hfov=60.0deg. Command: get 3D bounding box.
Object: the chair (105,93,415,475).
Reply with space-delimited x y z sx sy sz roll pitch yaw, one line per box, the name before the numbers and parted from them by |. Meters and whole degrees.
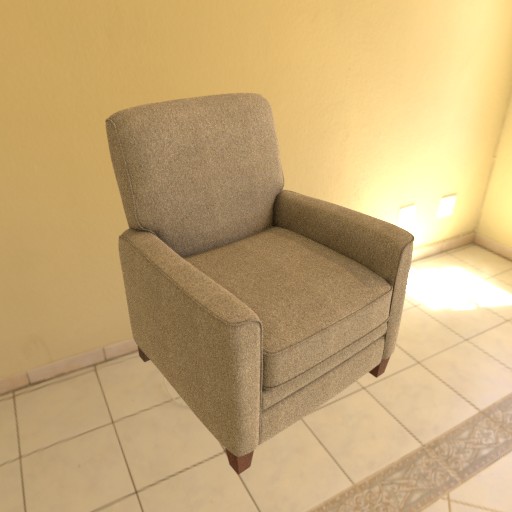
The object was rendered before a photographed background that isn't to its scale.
chair | 0.000 0.000 1.634 0.841 1.028 0.858 -21 35 -33
